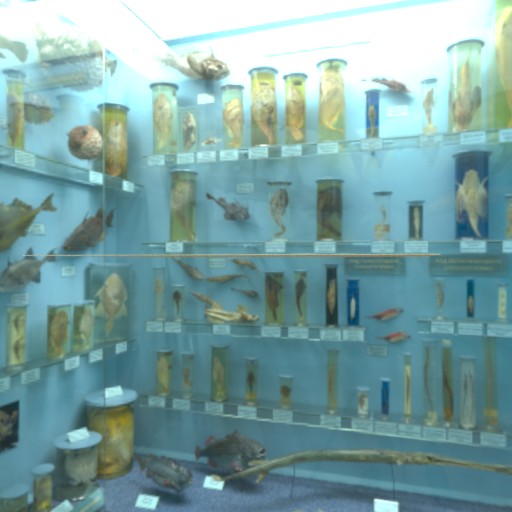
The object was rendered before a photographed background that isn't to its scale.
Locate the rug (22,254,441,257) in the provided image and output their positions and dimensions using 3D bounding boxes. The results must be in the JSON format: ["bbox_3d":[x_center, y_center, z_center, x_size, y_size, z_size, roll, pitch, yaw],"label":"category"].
[{"bbox_3d":[0.000,0.000,4.158,3.067,0.005,2.454,0,0,19],"label":"rug"}]
